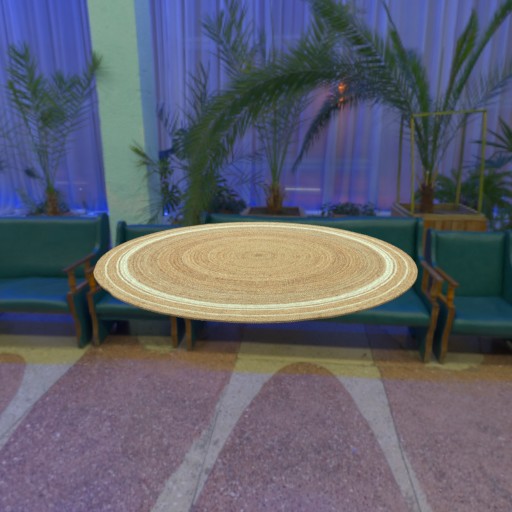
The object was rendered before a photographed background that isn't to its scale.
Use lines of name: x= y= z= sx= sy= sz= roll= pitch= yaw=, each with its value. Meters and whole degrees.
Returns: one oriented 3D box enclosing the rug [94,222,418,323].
rug: x=0.000 y=0.000 z=3.554 sx=2.444 sy=0.015 sz=2.444 roll=0 pitch=17 yaw=0
